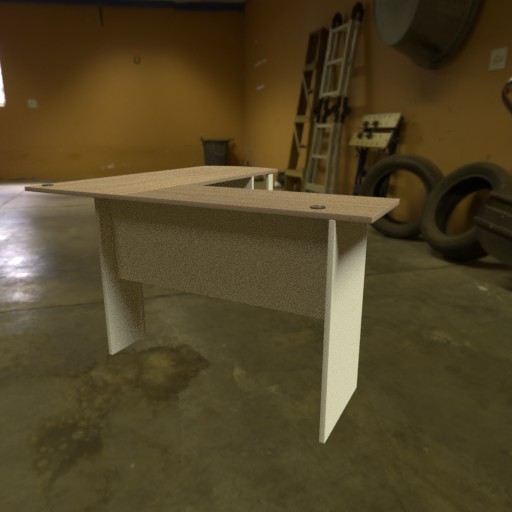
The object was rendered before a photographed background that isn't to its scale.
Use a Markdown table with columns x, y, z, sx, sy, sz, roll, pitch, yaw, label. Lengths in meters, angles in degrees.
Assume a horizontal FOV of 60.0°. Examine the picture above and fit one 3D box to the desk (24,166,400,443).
| x | y | z | sx | sy | sz | roll | pitch | yaw | label |
| --- | --- | --- | --- | --- | --- | --- | --- | --- | --- |
| 0.000 | 0.000 | 2.076 | 1.361 | 0.716 | 1.303 | 8 | 18 | 27 | desk |
